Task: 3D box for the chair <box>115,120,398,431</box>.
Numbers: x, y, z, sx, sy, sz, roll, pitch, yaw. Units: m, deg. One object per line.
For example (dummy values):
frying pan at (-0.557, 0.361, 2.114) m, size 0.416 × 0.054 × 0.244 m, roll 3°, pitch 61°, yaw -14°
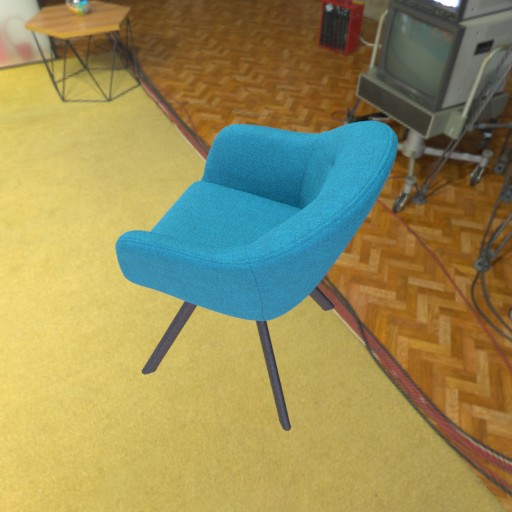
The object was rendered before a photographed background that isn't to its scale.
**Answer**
chair at (0.000, 0.000, 1.167) m, size 0.565 × 0.775 × 0.545 m, roll 16°, pitch 47°, yaw 16°
